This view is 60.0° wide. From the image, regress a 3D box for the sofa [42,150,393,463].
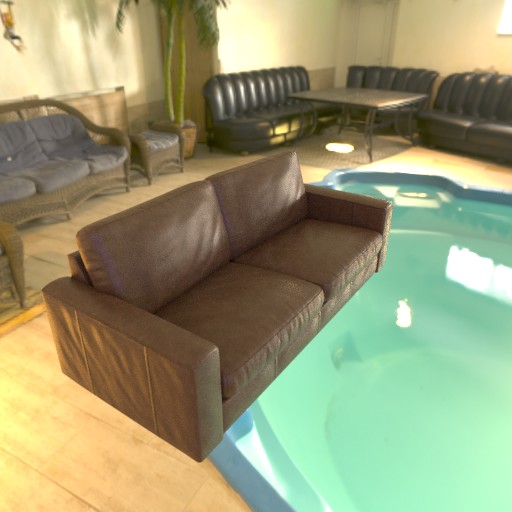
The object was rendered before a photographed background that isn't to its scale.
[{"bbox_3d":[0.000,0.000,2.717,1.016,0.873,2.179,18,32,31],"label":"sofa"}]
